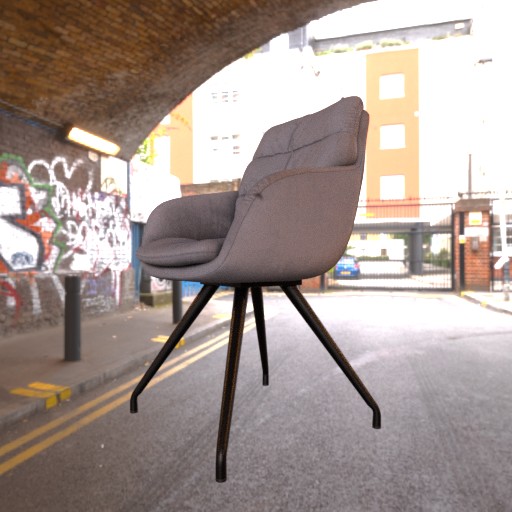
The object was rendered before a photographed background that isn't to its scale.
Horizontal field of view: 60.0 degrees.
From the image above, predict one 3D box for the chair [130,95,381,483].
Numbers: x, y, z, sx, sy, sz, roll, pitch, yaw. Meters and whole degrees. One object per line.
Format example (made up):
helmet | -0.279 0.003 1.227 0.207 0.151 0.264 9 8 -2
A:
chair | 0.000 0.000 1.218 0.569 0.888 0.579 0 -1 -36
